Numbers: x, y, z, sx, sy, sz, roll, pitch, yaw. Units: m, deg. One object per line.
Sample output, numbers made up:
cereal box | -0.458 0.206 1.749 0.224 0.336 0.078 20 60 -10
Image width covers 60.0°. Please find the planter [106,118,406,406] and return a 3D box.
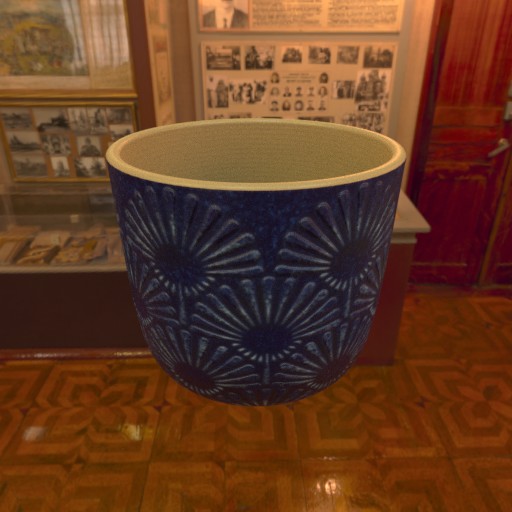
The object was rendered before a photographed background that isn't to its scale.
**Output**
planter | 0.000 0.000 0.214 0.124 0.109 0.124 0 27 0
